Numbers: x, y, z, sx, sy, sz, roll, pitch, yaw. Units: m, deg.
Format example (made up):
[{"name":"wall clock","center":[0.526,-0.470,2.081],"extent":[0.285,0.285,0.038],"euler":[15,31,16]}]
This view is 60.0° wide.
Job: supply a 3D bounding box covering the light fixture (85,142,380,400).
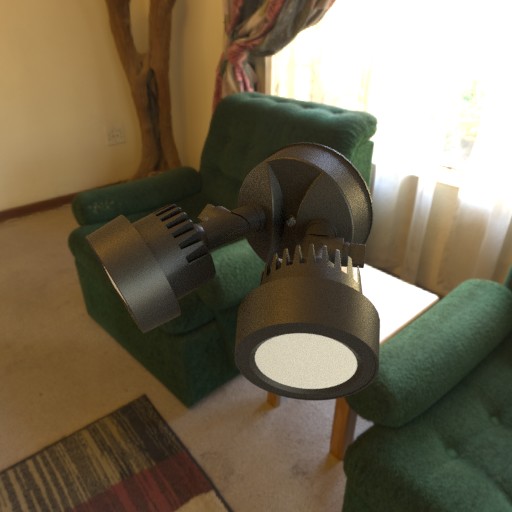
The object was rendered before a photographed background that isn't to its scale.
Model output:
[{"name":"light fixture","center":[0.000,0.000,0.309],"extent":[0.213,0.120,0.168],"euler":[17,34,27]}]
